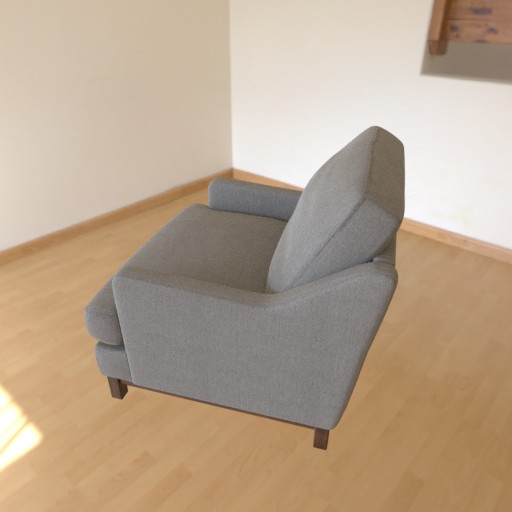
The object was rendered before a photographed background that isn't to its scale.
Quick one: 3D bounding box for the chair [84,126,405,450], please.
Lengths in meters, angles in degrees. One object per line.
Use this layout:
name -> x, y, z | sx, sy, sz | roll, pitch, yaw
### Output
chair -> 0.000, 0.000, 1.537 | 0.892, 0.821, 0.826 | 8, 32, 14
